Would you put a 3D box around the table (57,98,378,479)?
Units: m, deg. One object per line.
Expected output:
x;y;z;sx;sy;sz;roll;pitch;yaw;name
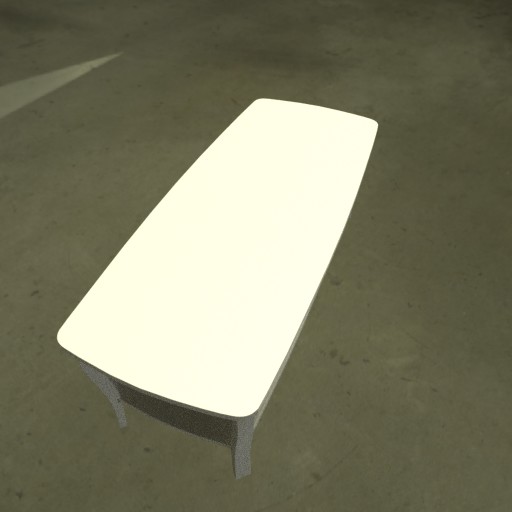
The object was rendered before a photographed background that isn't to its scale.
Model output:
0.000;0.000;1.547;0.561;0.474;1.334;16;48;15;table
